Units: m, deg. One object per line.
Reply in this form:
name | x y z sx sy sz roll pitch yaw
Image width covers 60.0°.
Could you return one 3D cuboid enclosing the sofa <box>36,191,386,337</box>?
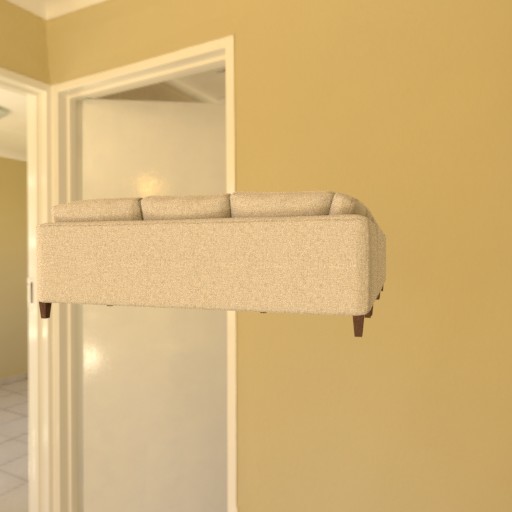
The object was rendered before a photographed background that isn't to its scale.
sofa | 0.000 0.000 4.722 2.593 0.959 3.460 0 1 18
